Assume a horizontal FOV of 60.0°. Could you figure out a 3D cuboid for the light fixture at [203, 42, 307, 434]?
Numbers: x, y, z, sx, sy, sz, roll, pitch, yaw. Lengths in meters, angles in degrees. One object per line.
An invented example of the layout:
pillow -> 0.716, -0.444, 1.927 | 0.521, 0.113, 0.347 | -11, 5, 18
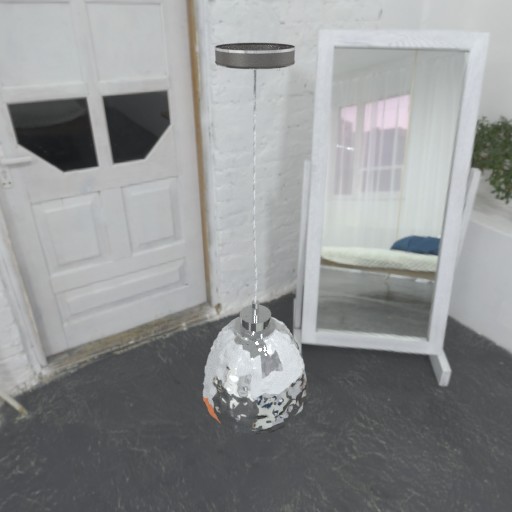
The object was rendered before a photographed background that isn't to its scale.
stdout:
light fixture -> 0.000, 0.000, 1.760 | 0.496, 1.511, 0.500 | 19, 35, 29
